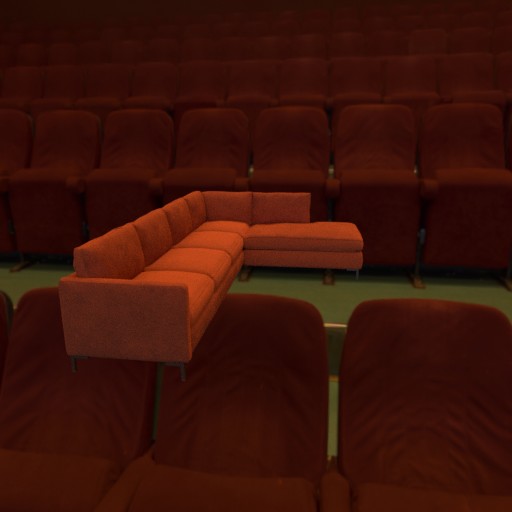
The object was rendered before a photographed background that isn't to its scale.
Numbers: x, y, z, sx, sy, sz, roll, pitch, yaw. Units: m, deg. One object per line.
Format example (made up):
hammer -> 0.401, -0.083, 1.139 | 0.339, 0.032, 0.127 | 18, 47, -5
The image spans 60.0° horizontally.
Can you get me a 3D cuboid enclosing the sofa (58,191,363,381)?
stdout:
sofa -> 0.000, 0.000, 3.662 | 1.879, 0.757, 2.736 | 2, 15, 7
